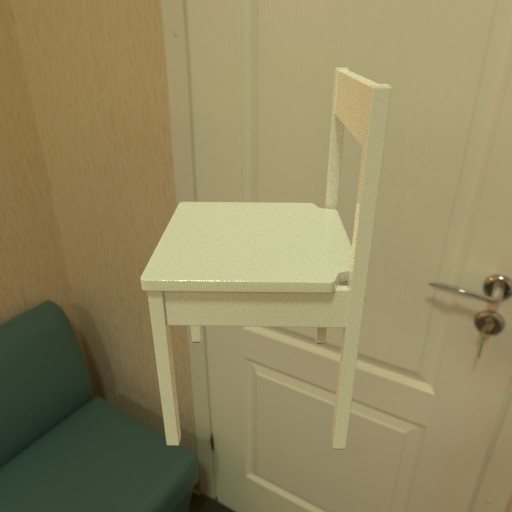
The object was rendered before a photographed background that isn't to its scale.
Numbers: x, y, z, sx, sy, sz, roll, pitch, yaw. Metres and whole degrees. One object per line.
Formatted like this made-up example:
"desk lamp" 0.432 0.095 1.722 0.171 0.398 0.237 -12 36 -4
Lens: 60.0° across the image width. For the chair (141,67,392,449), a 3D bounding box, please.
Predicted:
"chair" 0.000 0.000 0.879 0.361 0.668 0.367 1 27 1
